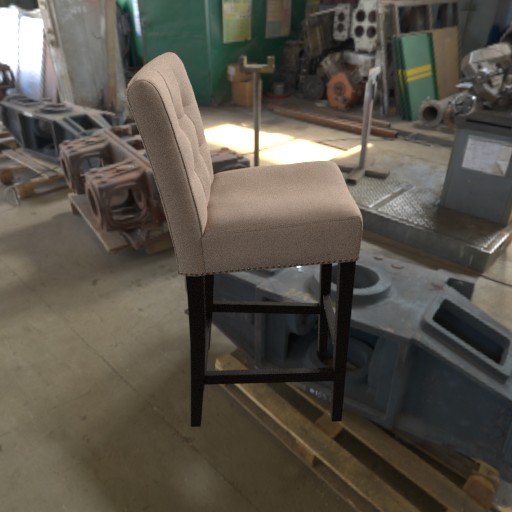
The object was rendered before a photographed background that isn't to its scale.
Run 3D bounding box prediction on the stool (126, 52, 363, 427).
[{"bbox_3d":[0.000,0.000,1.295,0.548,1.047,0.411,-1,32,-1],"label":"stool"}]
